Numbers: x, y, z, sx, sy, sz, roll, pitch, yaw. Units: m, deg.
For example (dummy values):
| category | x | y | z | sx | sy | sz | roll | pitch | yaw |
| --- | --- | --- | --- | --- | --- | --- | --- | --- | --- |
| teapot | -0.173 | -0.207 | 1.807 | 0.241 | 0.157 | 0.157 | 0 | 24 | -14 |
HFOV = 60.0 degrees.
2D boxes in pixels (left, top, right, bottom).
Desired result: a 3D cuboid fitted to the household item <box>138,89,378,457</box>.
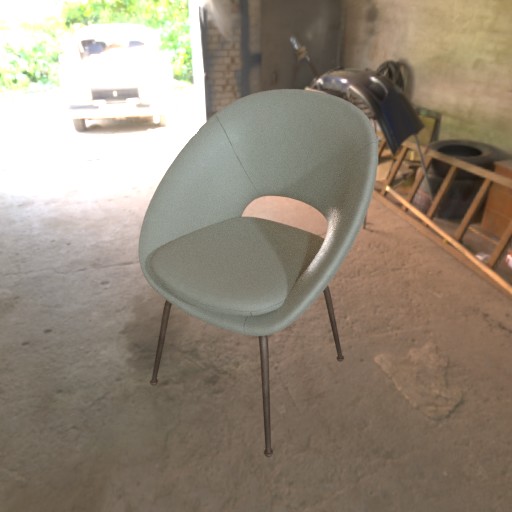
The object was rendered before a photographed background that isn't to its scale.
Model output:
| category | x | y | z | sx | sy | sz | roll | pitch | yaw |
| --- | --- | --- | --- | --- | --- | --- | --- | --- | --- |
| household item | 0.000 | 0.000 | 1.306 | 0.623 | 0.852 | 0.573 | 20 | 36 | 30 |
